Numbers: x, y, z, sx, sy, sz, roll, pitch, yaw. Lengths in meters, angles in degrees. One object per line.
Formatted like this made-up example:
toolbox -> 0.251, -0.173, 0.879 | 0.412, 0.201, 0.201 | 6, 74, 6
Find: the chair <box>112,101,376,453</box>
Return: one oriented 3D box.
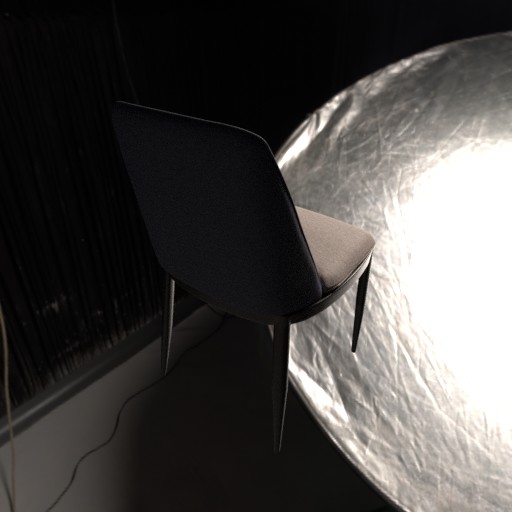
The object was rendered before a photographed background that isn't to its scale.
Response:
chair -> 0.000, 0.000, 1.162 | 0.480, 0.839, 0.551 | 22, 38, 31
